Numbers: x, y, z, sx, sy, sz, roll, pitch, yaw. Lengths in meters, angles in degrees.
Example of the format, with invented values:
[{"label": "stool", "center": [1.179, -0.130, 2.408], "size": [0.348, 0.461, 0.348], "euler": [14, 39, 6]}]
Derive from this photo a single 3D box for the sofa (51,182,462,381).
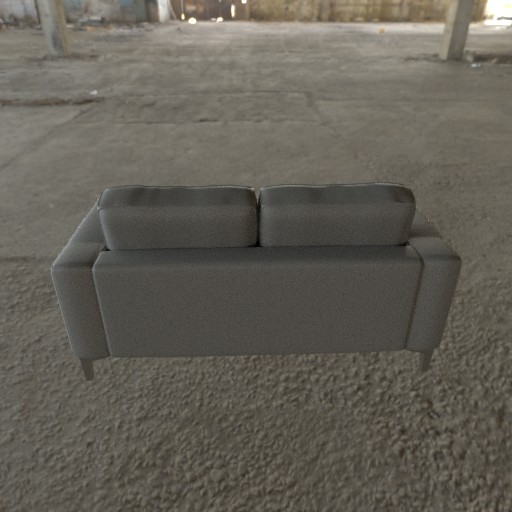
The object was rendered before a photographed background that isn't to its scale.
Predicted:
[{"label": "sofa", "center": [0.000, 0.000, 2.241], "size": [1.726, 0.893, 0.833], "euler": [-1, 30, -2]}]
